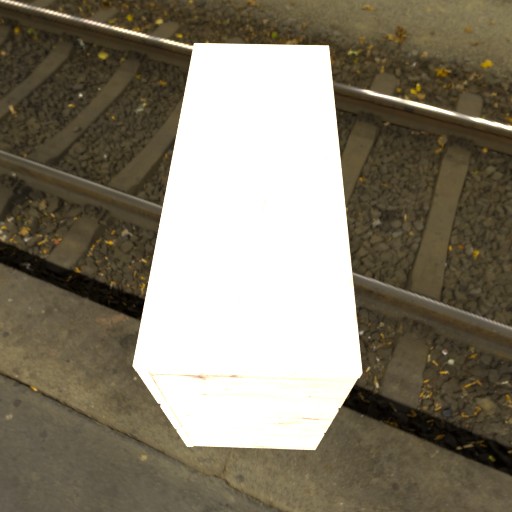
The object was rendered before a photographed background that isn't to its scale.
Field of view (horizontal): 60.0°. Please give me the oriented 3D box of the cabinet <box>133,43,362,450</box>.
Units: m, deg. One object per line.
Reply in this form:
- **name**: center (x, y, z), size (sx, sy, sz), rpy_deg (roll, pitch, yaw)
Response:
- **cabinet**: center (0.000, 0.000, 1.438), size (0.420, 0.820, 1.040), rpy_deg (2, 57, 1)
